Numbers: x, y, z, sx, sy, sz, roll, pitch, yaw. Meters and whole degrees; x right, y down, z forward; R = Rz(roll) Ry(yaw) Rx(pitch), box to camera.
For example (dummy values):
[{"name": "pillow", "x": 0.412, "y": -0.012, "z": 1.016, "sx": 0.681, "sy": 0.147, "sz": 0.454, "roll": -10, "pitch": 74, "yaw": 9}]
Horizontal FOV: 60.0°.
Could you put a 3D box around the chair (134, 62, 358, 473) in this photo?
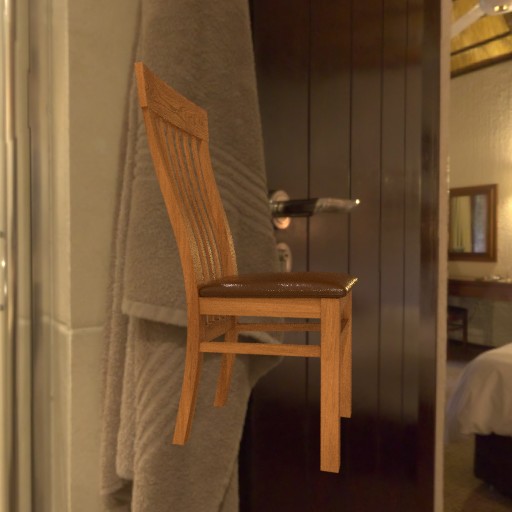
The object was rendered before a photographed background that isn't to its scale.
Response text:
[{"name": "chair", "x": 0.000, "y": 0.000, "z": 1.346, "sx": 0.580, "sy": 1.050, "sz": 0.450, "roll": 0, "pitch": 1, "yaw": 16}]
